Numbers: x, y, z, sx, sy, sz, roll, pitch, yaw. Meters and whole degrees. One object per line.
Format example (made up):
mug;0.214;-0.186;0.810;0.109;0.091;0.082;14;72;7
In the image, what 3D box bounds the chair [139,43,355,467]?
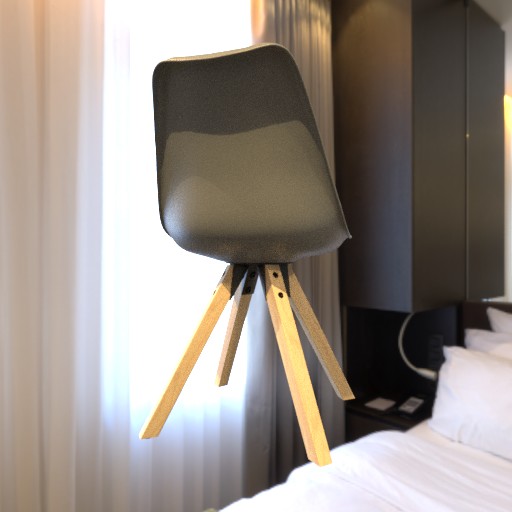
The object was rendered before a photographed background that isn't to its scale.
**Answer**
chair;0.000;0.000;1.155;0.485;0.850;0.550;0;0;19
